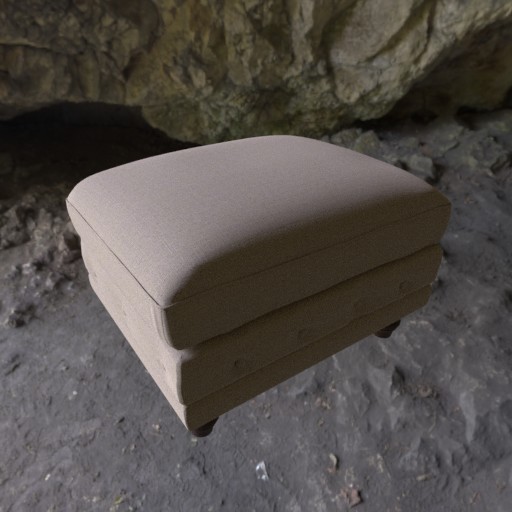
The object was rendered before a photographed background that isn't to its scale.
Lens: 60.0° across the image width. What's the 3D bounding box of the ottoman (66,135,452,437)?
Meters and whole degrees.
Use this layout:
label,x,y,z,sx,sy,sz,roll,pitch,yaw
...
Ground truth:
label,x,y,z,sx,sy,sz,roll,pitch,yaw
ottoman,0.000,0.000,1.030,0.684,0.463,0.541,-19,35,-29
